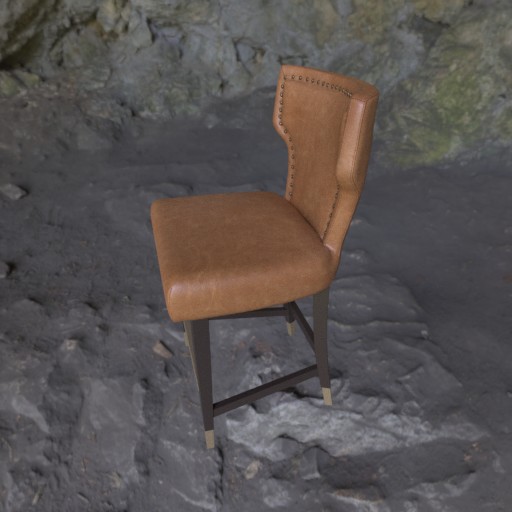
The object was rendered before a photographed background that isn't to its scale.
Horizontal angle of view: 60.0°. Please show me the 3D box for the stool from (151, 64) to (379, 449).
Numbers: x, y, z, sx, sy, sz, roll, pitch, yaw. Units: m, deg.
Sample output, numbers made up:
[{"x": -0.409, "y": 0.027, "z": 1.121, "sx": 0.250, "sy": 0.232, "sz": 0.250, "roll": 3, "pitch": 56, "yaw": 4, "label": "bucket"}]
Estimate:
[{"x": 0.000, "y": 0.000, "z": 1.310, "sx": 0.563, "sy": 0.982, "sz": 0.526, "roll": -8, "pitch": 31, "yaw": -13, "label": "stool"}]
